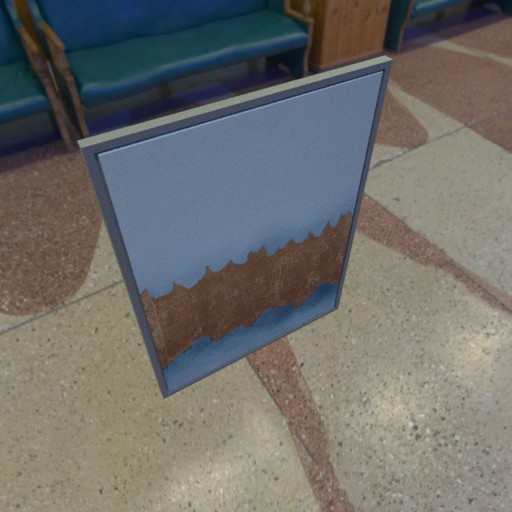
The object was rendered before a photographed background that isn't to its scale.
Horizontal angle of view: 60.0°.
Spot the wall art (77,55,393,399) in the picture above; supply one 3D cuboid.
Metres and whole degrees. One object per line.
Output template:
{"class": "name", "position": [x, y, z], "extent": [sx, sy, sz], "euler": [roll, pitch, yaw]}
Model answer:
{"class": "wall art", "position": [0.000, 0.000, 1.367], "extent": [0.789, 1.042, 0.034], "euler": [-23, 51, -21]}
